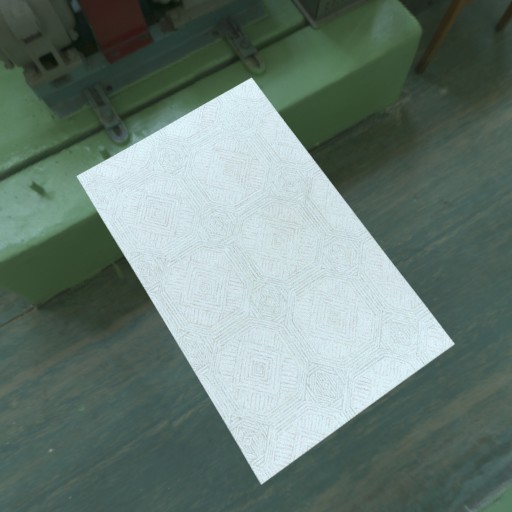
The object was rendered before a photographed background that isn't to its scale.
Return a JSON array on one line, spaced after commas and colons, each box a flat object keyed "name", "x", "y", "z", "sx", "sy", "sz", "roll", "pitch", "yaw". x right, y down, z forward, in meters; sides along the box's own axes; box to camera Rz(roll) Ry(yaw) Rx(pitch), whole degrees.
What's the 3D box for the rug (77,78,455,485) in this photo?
[{"name": "rug", "x": 0.000, "y": 0.000, "z": 3.065, "sx": 1.524, "sy": 0.008, "sz": 2.440, "roll": -32, "pitch": 77, "yaw": -8}]
